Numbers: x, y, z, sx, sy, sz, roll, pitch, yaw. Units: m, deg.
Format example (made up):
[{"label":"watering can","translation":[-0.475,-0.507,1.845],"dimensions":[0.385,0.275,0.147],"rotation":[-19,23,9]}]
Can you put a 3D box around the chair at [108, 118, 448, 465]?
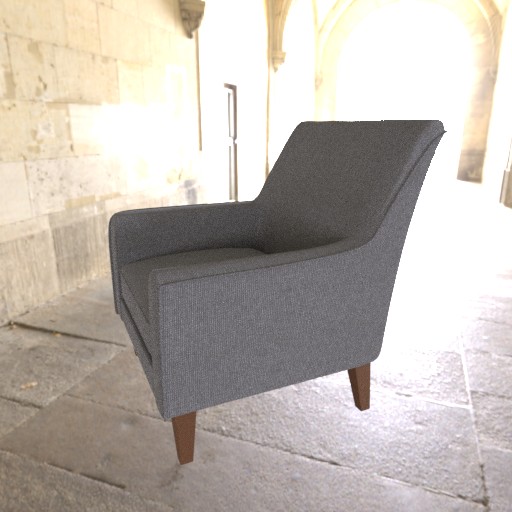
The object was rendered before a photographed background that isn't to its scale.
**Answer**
[{"label":"chair","translation":[0.000,0.000,1.557],"dimensions":[0.899,0.919,0.780],"rotation":[-8,18,-24]}]
